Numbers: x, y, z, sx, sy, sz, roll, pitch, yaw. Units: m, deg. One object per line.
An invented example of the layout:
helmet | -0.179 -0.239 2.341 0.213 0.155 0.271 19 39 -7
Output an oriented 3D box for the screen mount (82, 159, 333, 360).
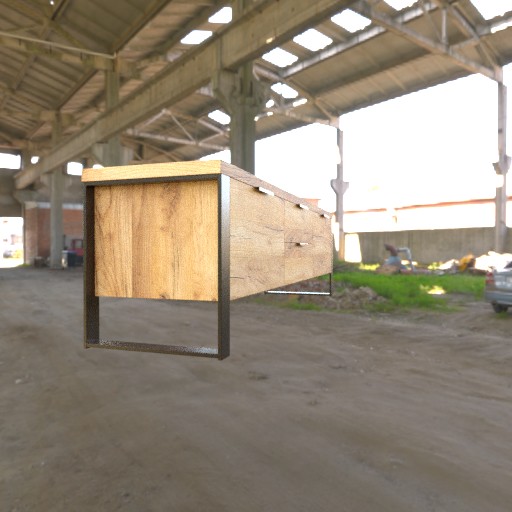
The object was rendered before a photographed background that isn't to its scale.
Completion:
screen mount | 0.000 0.000 1.765 0.395 0.450 1.524 0 1 19
